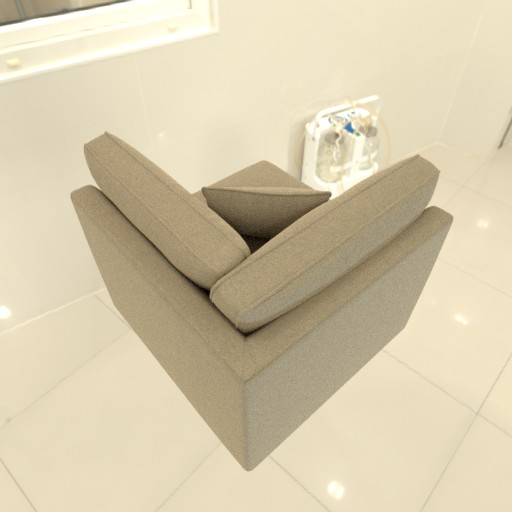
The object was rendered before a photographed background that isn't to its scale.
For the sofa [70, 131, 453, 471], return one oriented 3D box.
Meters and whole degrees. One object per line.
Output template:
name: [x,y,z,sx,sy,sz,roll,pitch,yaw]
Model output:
sofa: [0.000,0.000,1.974,1.084,1.002,1.146,-32,55,-27]
